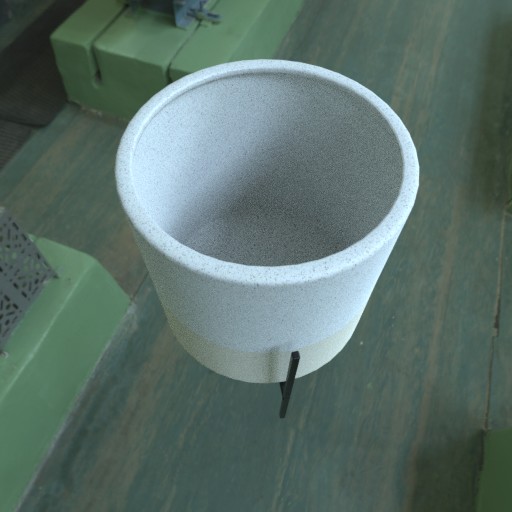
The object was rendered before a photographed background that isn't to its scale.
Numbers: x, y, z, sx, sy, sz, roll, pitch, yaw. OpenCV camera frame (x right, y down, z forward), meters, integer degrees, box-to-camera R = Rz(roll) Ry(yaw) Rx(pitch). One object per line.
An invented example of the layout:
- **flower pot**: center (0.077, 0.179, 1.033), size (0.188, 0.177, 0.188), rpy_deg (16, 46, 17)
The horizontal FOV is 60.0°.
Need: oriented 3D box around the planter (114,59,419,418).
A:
- **planter**: center (0.000, 0.000, 0.634), size (0.335, 0.423, 0.313), rpy_deg (16, 60, 10)
